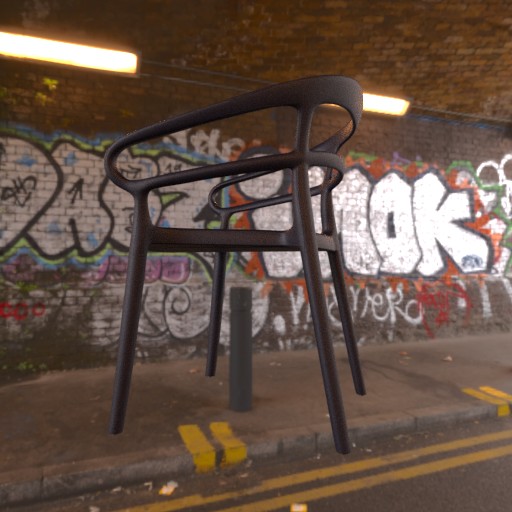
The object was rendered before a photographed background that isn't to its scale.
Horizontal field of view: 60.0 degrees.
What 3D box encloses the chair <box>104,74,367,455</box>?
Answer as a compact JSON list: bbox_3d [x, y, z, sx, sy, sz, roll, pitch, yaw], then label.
[{"bbox_3d":[0.000,0.000,1.110,0.527,0.761,0.559,0,-1,18],"label":"chair"}]
